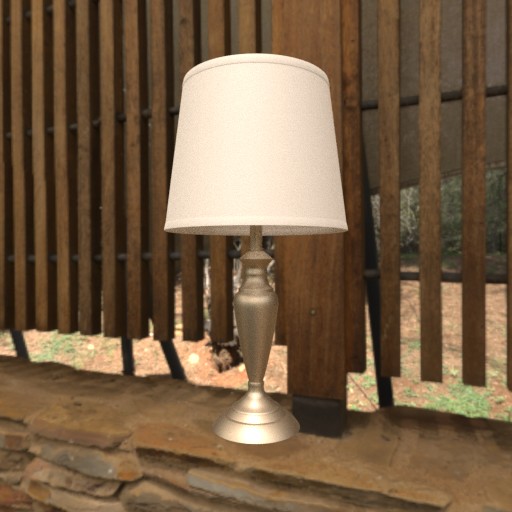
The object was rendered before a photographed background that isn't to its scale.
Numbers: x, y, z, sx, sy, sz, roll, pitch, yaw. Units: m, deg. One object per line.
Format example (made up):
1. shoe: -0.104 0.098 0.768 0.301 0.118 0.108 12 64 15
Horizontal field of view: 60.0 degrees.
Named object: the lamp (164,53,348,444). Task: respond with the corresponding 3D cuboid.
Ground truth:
1. lamp: 0.000 0.000 0.808 0.328 0.619 0.328 0 0 0
